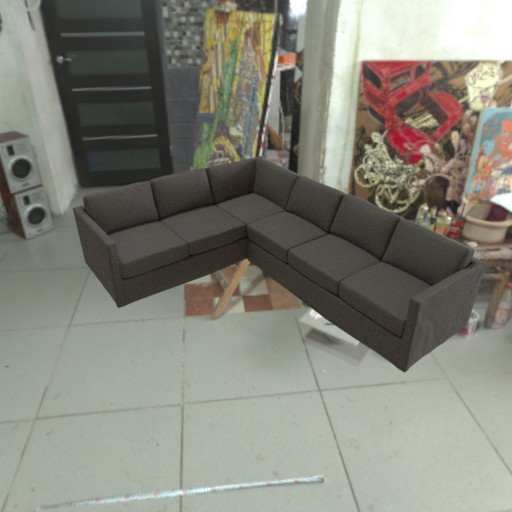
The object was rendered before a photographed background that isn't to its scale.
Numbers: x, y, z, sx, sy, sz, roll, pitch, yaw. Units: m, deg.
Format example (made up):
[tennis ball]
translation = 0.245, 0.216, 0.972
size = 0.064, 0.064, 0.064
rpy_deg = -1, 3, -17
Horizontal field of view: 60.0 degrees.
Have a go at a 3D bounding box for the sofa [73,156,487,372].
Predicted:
[sofa]
translation = 0.000, 0.000, 4.261
size = 2.432, 0.871, 3.182
rpy_deg = -21, 36, -31
